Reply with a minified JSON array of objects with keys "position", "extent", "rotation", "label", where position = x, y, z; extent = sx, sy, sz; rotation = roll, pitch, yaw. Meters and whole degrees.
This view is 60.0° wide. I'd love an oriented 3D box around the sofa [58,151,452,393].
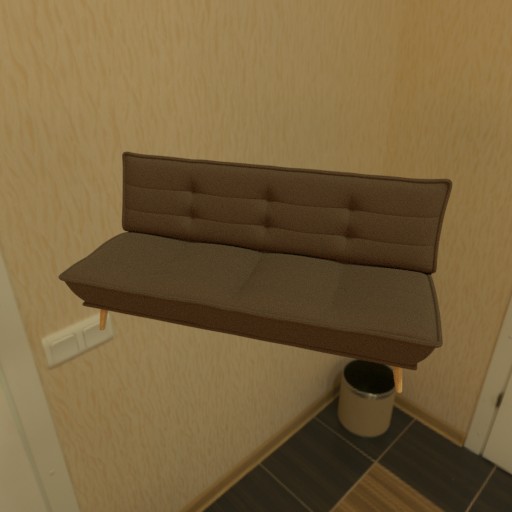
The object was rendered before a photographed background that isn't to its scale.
[{"position":[0.000,0.000,2.486],"extent":[1.940,0.890,0.950],"rotation":[8,29,15],"label":"sofa"}]
